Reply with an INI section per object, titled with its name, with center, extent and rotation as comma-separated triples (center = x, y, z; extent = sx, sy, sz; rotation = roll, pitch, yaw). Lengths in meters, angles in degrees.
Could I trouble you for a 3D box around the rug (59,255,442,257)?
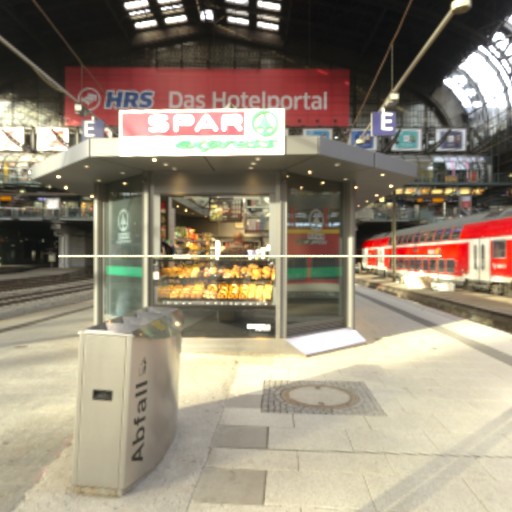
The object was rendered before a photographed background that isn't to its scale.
[rug]
center = 0.000, 0.000, 2.311
extent = 1.226, 0.007, 1.815
rotation = 0, 0, 2
